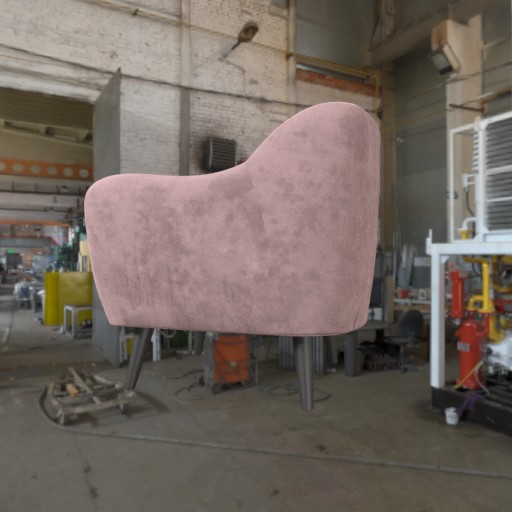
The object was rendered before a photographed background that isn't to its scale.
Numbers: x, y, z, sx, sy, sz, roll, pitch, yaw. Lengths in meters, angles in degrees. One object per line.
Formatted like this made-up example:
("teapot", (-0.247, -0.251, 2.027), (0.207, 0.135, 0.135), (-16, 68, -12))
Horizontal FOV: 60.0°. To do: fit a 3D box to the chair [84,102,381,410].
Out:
("chair", (0.000, 0.000, 1.515), (0.820, 0.820, 0.840), (0, 0, 17))
